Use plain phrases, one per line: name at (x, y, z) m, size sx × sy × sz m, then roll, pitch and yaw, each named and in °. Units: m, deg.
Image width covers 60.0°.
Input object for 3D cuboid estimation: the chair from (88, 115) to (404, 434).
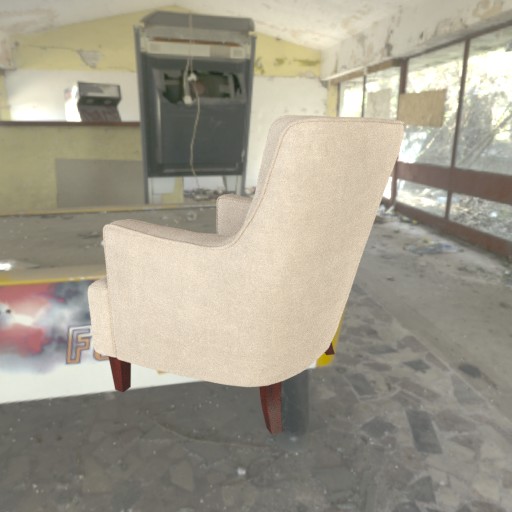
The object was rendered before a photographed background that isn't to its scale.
chair at (0.000, 0.000, 1.559) m, size 0.910 × 0.920 × 0.781 m, roll 8°, pitch 17°, yaw 25°
